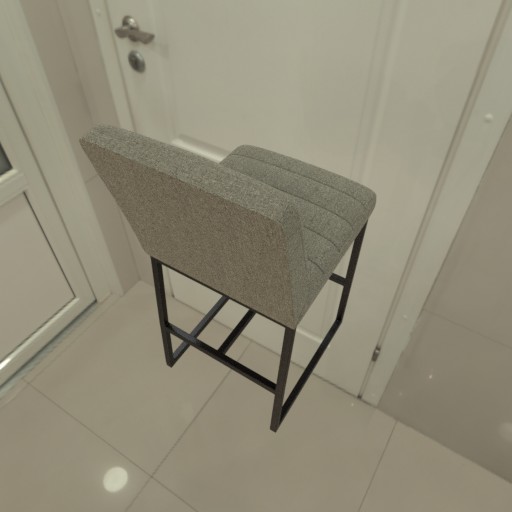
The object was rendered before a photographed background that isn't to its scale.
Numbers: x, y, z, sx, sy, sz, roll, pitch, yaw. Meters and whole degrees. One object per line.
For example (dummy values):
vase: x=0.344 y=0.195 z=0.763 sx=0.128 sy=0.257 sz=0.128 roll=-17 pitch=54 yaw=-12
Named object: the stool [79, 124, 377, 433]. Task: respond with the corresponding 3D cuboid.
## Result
stool: x=0.000 y=0.000 z=1.242 sx=0.460 sy=0.940 sz=0.560 roll=25 pitch=52 yaw=21
